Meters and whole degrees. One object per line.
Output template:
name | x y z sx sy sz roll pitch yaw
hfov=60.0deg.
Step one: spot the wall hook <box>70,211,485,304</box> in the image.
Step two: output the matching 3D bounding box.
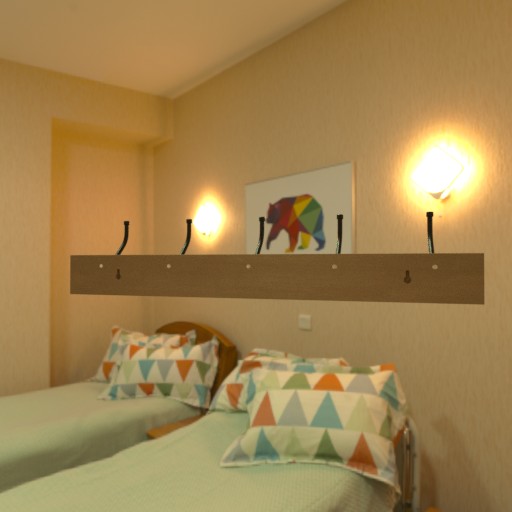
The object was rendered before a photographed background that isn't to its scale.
wall hook | 0.000 0.000 0.628 0.571 0.117 0.071 0 -1 17
